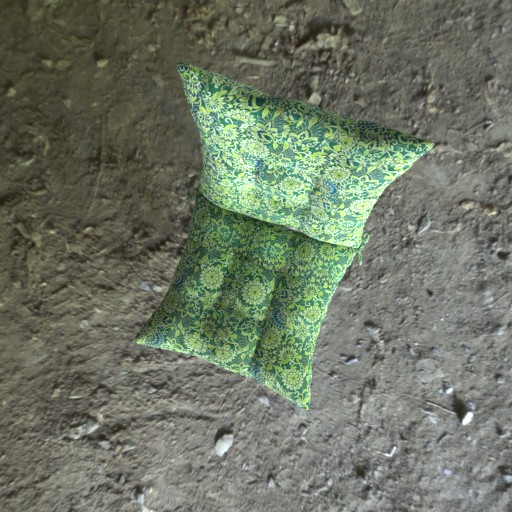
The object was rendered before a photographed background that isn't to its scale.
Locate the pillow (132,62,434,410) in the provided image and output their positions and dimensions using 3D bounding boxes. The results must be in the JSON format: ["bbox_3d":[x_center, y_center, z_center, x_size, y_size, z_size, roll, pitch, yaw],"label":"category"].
[{"bbox_3d":[0.000,0.000,1.024,0.541,0.536,0.585,20,77,5],"label":"pillow"}]
